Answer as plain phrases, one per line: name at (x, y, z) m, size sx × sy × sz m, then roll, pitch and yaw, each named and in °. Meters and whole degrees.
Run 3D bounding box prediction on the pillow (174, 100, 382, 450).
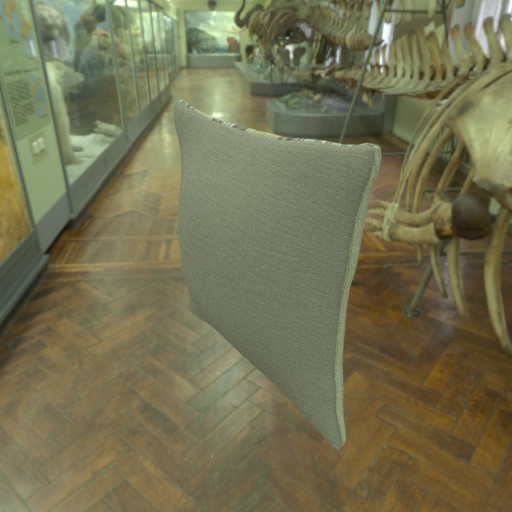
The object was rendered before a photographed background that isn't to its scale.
pillow at (0.000, 0.000, 0.679) m, size 0.189 × 0.416 × 0.435 m, roll -18°, pitch 31°, yaw -31°
